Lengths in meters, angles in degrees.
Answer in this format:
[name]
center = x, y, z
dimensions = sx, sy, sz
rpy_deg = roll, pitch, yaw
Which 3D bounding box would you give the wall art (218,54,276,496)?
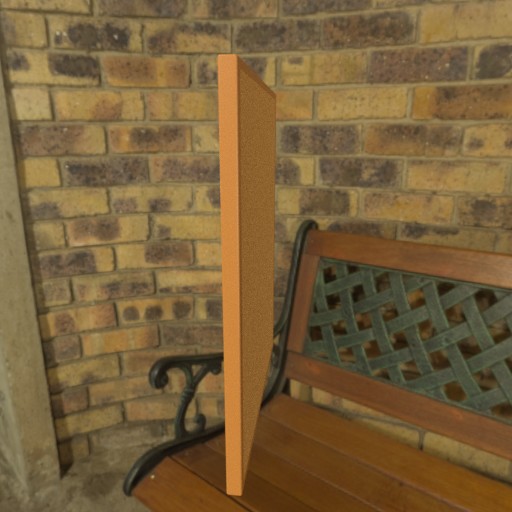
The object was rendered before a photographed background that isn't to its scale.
[wall art]
center = 0.000, 0.000, 0.511
dimensions = 0.015, 0.379, 0.310
rpy_deg = 2, 15, 7
